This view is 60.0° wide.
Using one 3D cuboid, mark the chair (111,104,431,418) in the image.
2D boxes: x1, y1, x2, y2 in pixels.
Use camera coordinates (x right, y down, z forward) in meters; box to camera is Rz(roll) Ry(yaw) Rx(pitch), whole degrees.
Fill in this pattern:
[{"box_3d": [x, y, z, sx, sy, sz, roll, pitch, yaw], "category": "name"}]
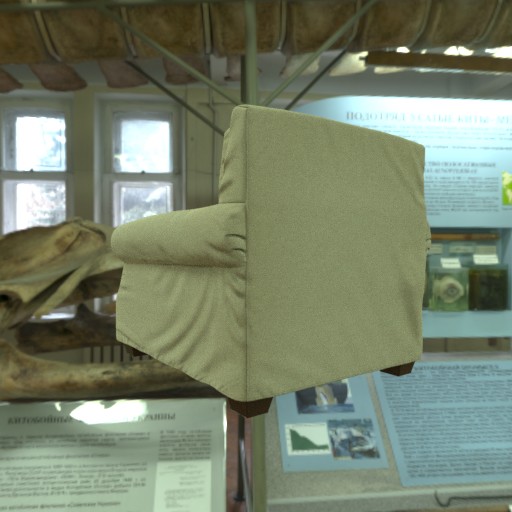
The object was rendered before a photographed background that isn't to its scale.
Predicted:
[{"box_3d": [0.000, 0.000, 1.794, 0.940, 0.866, 1.066, -1, 1, -36], "category": "chair"}]
